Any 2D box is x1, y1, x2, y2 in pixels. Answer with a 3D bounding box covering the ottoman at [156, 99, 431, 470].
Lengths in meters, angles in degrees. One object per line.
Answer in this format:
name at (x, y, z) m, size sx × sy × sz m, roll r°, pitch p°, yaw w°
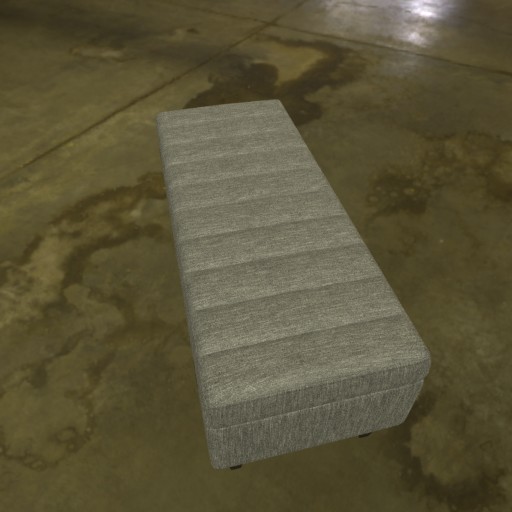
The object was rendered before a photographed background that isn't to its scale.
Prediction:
ottoman at (0.000, 0.000, 1.380) m, size 0.482 × 0.469 × 1.151 m, roll -10°, pitch 46°, yaw -9°
